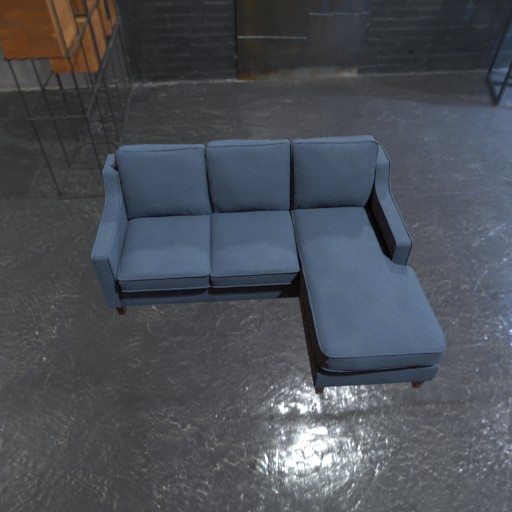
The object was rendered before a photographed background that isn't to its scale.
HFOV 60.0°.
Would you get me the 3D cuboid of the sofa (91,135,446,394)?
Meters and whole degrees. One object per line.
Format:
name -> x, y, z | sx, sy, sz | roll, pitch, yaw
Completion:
sofa -> 0.000, 0.000, 3.301 | 2.317, 1.066, 1.858 | -3, 45, -3
